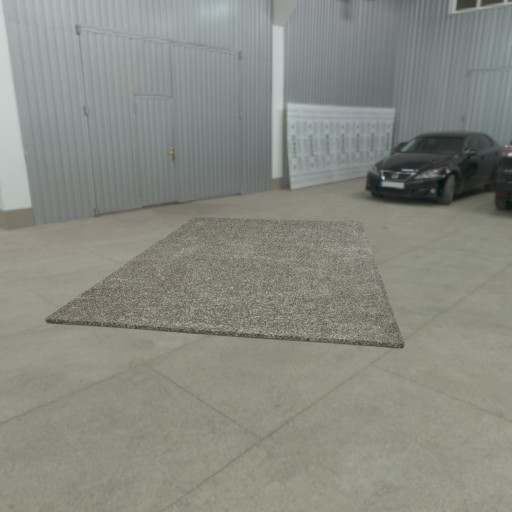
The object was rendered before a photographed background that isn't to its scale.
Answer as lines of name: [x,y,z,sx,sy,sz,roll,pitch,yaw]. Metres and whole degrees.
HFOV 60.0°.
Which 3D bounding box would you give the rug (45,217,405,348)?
rug: [0.000,0.000,3.441,1.802,0.026,2.699,3,17,8]
